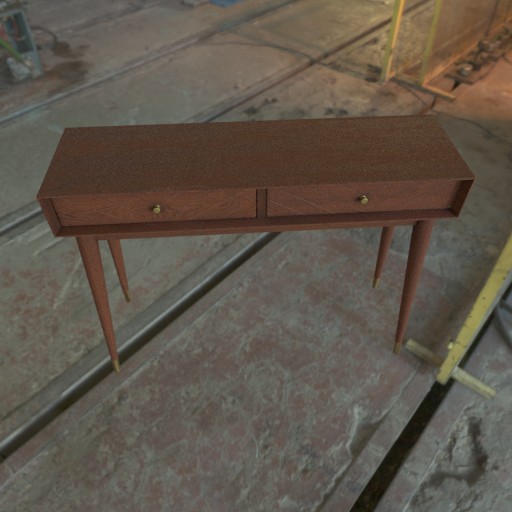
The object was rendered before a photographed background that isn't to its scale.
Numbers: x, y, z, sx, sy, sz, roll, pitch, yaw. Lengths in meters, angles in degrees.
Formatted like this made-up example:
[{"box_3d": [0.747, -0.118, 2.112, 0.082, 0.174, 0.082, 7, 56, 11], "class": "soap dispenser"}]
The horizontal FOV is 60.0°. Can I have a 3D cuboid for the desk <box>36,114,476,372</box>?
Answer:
[{"box_3d": [0.000, 0.000, 1.657, 1.204, 0.917, 0.384, -3, 47, -3], "class": "desk"}]
